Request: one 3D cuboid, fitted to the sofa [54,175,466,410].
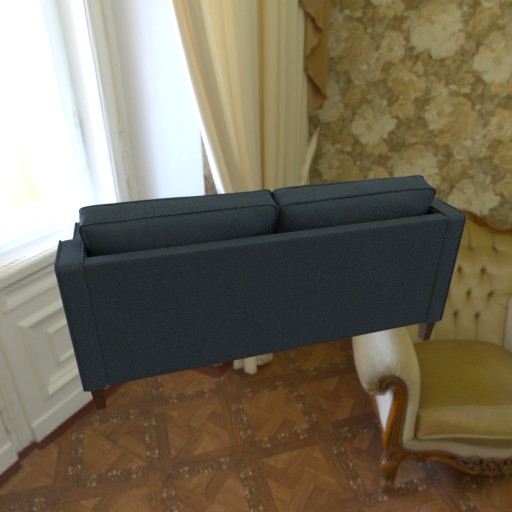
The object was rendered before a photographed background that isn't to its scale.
[{"bbox_3d":[0.000,0.000,2.834,2.178,1.071,1.066,-8,28,-15],"label":"sofa"}]
